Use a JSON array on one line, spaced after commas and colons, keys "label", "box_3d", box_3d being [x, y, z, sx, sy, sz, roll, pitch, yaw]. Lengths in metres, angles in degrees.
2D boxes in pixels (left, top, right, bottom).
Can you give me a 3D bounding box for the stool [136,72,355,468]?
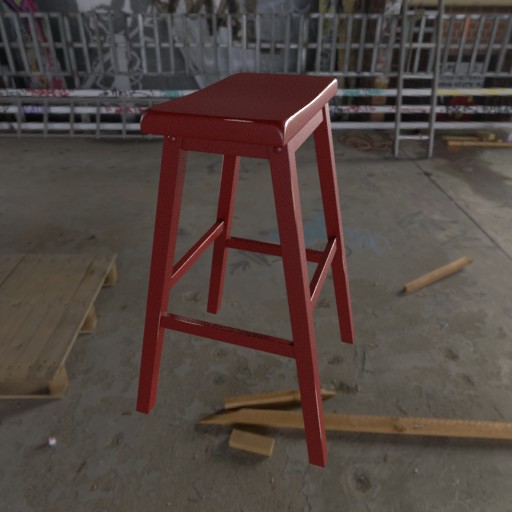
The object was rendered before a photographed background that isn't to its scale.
[{"label": "stool", "box_3d": [0.000, 0.000, 1.039, 0.476, 0.737, 0.457, 10, 32, 16]}]
